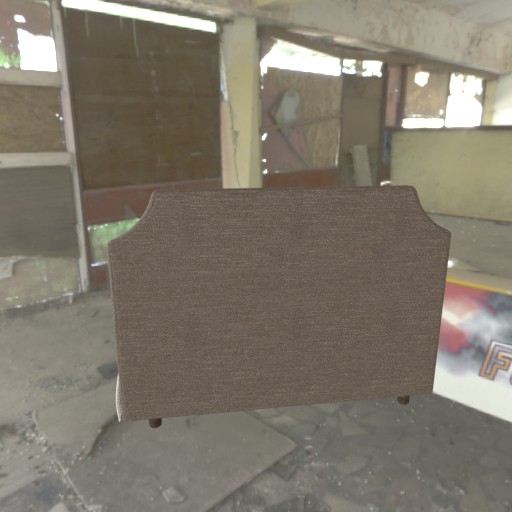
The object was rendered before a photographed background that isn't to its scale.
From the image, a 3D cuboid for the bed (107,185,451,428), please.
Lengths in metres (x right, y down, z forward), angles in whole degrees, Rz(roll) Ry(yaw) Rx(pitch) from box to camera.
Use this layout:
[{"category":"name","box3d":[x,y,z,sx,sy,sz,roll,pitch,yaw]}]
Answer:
[{"category":"bed","box3d":[0.000,0.000,4.201,2.350,1.590,2.773,-2,15,-8]}]
